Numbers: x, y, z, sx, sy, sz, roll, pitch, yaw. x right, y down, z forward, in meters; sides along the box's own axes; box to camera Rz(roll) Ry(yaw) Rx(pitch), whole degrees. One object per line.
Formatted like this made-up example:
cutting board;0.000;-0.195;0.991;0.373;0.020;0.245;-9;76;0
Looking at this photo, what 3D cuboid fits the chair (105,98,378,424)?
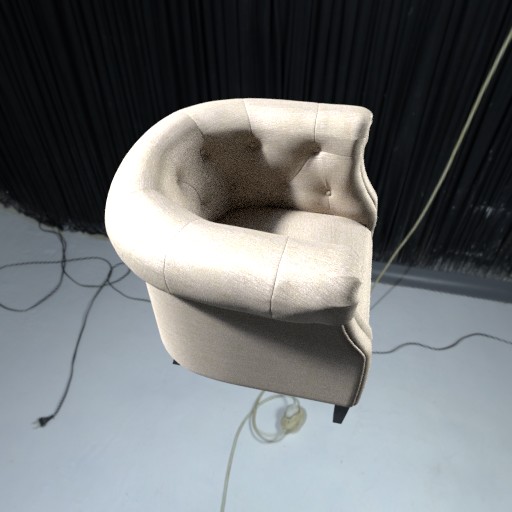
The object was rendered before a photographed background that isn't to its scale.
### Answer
chair;0.000;0.000;1.583;0.852;0.827;0.905;9;47;8
